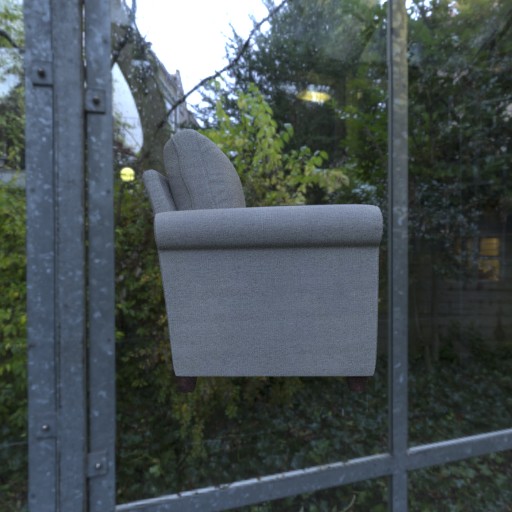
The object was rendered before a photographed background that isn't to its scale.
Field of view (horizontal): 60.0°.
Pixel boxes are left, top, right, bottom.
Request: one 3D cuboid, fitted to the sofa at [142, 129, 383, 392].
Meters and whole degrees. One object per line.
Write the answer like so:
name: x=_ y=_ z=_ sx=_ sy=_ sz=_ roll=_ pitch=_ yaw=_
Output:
sofa: x=0.000 y=0.000 z=2.425 sx=0.842 sy=0.942 sz=1.935 roll=0 pitch=0 yaw=0
